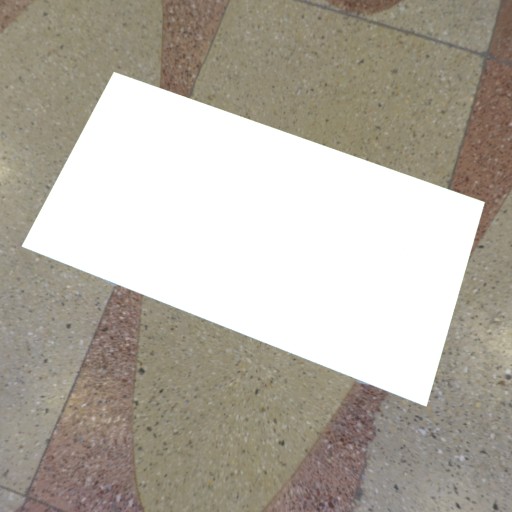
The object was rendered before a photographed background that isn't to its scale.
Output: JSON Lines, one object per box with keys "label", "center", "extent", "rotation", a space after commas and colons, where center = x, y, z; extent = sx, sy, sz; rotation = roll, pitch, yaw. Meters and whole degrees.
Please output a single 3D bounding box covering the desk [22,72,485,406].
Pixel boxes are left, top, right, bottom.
{"label": "desk", "center": [0.000, 0.000, 1.530], "extent": [1.100, 0.730, 0.560], "rotation": [21, 77, 5]}
